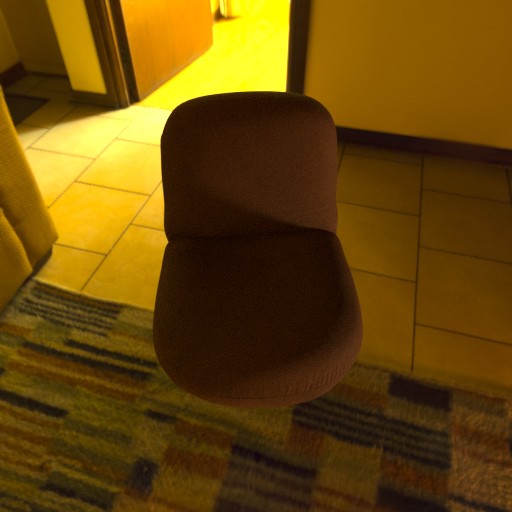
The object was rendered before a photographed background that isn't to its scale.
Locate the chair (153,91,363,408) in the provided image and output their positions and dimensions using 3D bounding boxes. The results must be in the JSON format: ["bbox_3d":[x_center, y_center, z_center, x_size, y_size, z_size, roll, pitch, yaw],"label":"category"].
[{"bbox_3d":[0.000,0.000,1.070,0.521,0.594,0.597,-3,46,-3],"label":"chair"}]
